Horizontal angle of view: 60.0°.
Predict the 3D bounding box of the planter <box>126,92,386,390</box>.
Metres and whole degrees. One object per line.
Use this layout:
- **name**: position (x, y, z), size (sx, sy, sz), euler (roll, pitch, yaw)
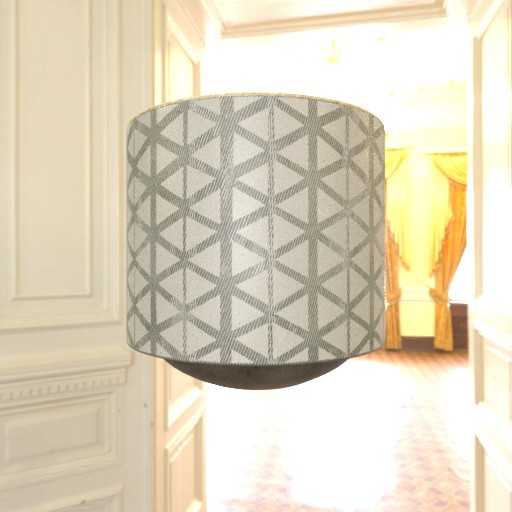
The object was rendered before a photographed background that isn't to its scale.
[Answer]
- **planter**: position (0.000, 0.000, 0.446), size (0.250, 0.239, 0.250), euler (0, 0, 0)
